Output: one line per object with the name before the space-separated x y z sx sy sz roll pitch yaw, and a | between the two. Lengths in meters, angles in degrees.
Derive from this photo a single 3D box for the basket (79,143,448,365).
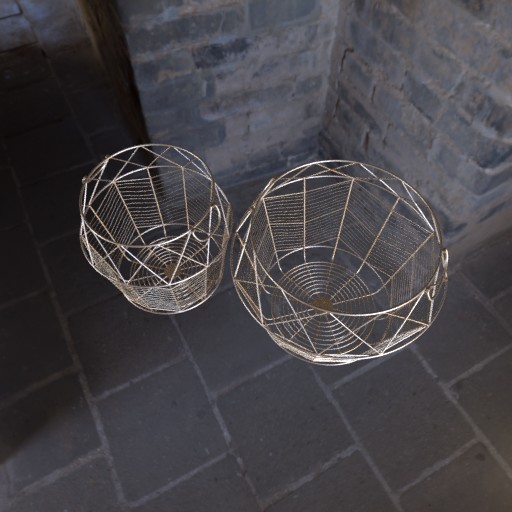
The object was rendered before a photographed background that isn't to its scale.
basket | 0.000 0.000 1.017 0.805 0.343 0.451 13 59 8
